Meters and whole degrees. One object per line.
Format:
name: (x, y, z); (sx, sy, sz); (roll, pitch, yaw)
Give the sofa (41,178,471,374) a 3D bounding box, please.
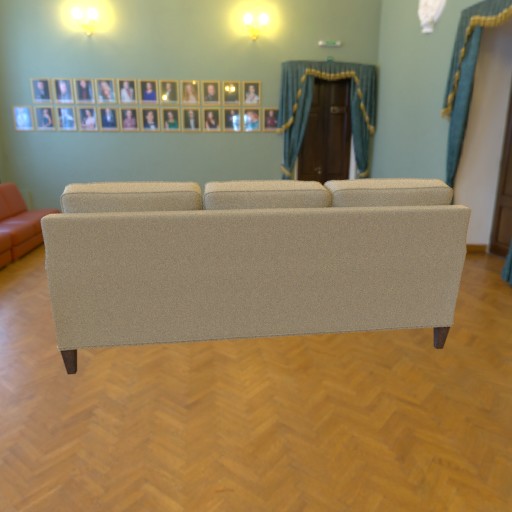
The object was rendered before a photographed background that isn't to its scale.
sofa: (0.000, 0.000, 2.784); (2.246, 1.003, 1.084); (-2, 15, -8)
